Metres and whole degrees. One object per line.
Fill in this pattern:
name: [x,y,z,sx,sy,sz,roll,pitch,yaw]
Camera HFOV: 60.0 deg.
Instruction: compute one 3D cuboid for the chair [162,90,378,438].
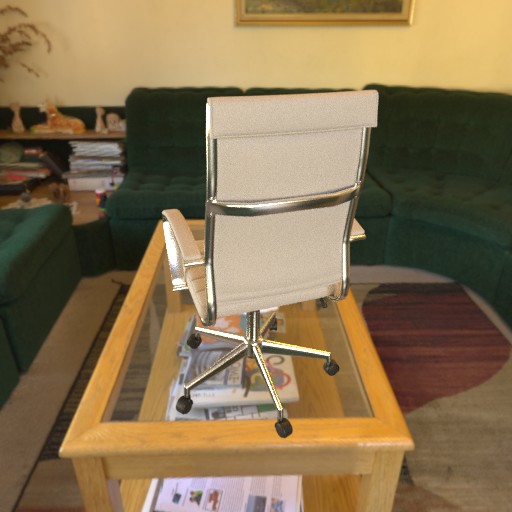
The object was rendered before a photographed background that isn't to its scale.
chair: [0.000,0.000,1.557,0.679,1.149,0.667,-9,28,-17]
